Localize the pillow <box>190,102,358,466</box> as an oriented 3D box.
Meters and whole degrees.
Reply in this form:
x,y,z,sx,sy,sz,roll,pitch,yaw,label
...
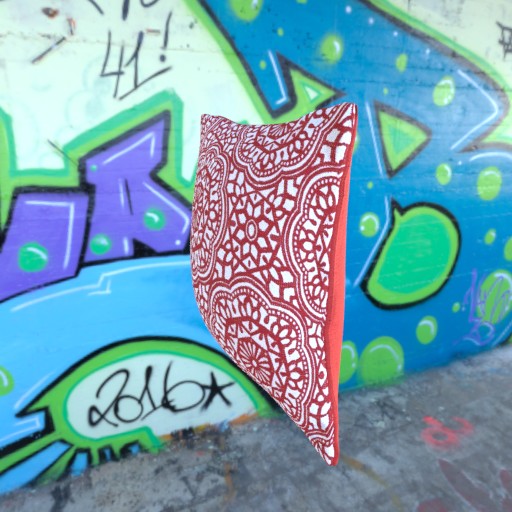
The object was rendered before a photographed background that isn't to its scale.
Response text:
x,y,z,sx,sy,sz,roll,pitch,yaw,label
0.000,0.000,0.666,0.162,0.419,0.438,-8,18,-25,pillow
